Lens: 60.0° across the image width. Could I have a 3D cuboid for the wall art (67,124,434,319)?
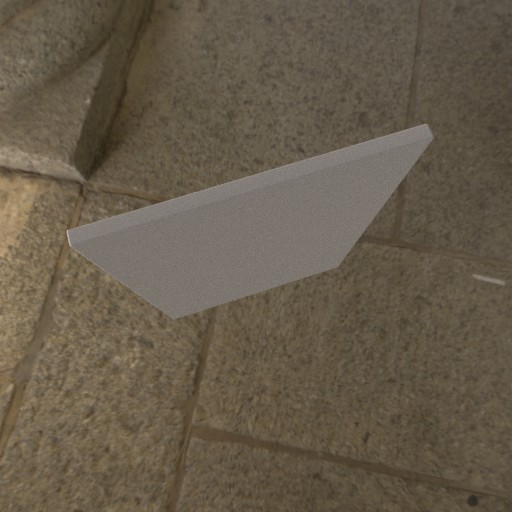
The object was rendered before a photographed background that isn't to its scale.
[{"bbox_3d":[0.000,0.000,1.037,0.556,0.813,0.026,-17,75,-5],"label":"wall art"}]
